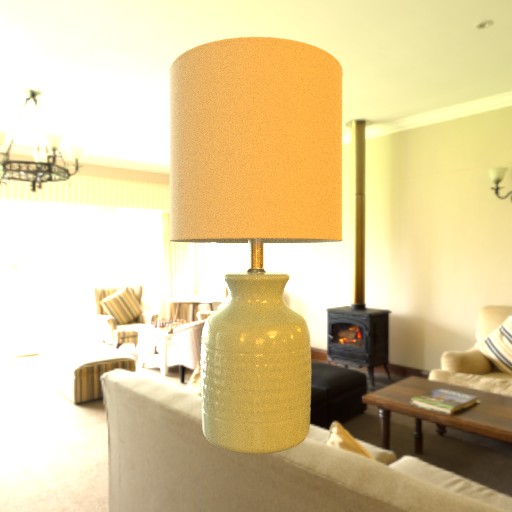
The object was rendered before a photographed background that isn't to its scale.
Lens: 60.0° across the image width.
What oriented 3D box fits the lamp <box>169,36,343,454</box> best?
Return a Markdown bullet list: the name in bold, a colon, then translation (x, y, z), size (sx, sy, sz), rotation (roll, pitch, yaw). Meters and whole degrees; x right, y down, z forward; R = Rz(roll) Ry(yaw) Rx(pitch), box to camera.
- **lamp**: translation (0.000, 0.000, 1.089), size (0.418, 0.871, 0.418), rotation (0, 0, 0)
